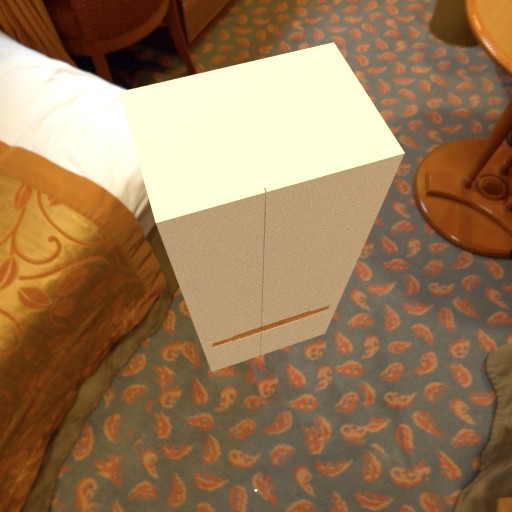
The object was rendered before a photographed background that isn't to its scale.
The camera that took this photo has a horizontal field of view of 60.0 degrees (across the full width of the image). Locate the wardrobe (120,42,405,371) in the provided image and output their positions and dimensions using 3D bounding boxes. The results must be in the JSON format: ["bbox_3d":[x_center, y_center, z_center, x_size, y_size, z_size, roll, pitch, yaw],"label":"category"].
[{"bbox_3d":[0.000,0.000,2.470,0.860,2.040,0.600,-17,63,-9],"label":"wardrobe"}]
